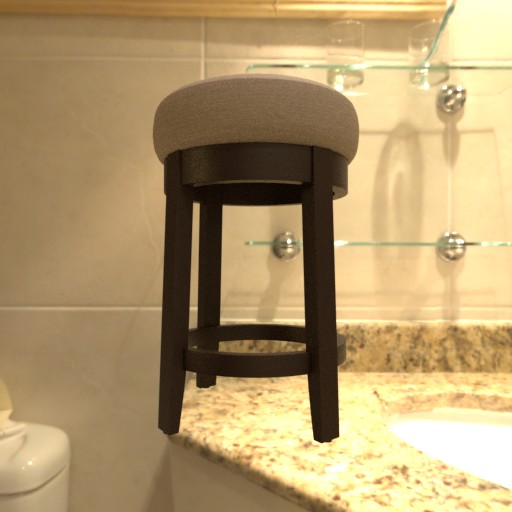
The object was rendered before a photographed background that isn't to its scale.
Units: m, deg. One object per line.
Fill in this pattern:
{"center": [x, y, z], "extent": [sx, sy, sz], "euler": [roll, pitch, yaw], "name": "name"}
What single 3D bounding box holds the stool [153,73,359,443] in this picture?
{"center": [0.000, 0.000, 0.973], "extent": [0.443, 0.672, 0.443], "euler": [0, 0, 0], "name": "stool"}
